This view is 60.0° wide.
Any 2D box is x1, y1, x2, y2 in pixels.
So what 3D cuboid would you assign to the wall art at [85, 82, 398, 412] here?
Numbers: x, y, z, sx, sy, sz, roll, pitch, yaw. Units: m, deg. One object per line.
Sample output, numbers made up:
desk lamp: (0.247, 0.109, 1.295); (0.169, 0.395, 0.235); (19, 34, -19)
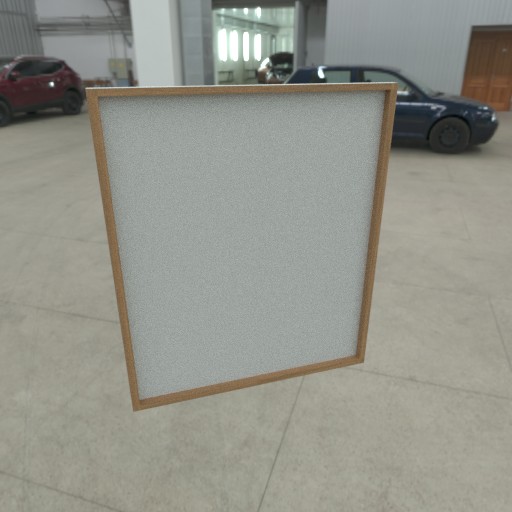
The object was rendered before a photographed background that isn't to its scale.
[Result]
wall art: (0.000, 0.000, 0.985); (0.609, 0.710, 0.021); (-7, 25, -16)
